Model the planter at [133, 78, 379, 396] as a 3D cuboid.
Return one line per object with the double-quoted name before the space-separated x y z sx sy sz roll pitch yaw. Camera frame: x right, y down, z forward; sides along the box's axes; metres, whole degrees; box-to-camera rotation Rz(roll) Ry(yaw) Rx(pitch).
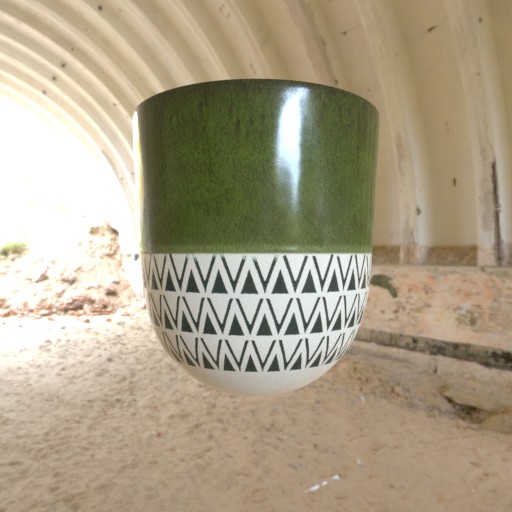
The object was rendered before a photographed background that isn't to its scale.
"planter" 0.000 0.000 0.457 0.245 0.270 0.245 0 0 0
